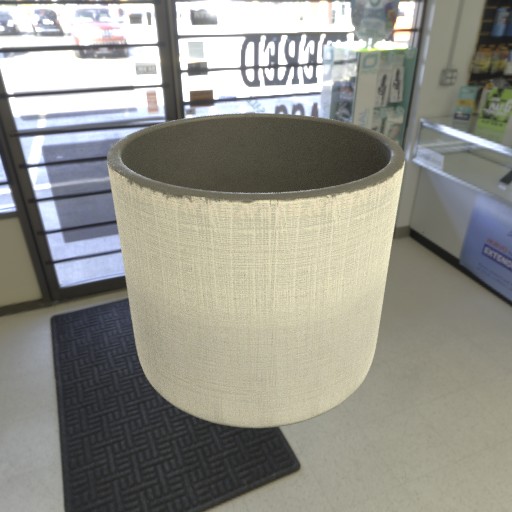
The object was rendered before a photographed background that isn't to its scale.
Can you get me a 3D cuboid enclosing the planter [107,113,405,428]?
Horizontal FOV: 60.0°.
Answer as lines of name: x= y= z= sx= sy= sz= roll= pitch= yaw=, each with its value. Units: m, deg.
planter: x=0.000 y=0.000 z=0.391 sx=0.226 sy=0.201 sz=0.226 roll=0 pitch=30 yaw=0
